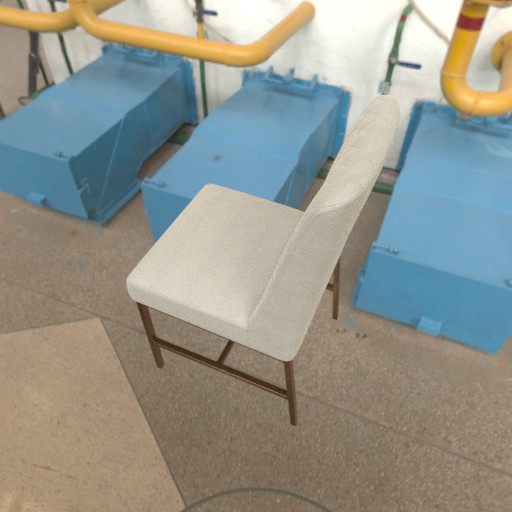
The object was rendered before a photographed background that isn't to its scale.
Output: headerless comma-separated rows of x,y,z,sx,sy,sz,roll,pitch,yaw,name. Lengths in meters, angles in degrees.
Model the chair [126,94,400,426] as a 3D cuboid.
0.000,0.000,1.312,0.597,0.933,0.503,18,49,16,chair
